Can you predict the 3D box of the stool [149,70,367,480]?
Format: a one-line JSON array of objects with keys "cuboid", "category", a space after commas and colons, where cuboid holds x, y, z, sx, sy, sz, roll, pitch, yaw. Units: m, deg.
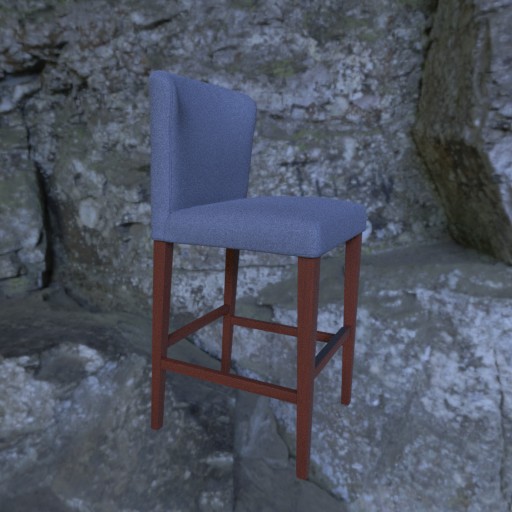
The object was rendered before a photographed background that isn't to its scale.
[{"cuboid": [0.000, 0.000, 1.347, 0.568, 1.069, 0.481, 6, 14, 27], "category": "stool"}]
